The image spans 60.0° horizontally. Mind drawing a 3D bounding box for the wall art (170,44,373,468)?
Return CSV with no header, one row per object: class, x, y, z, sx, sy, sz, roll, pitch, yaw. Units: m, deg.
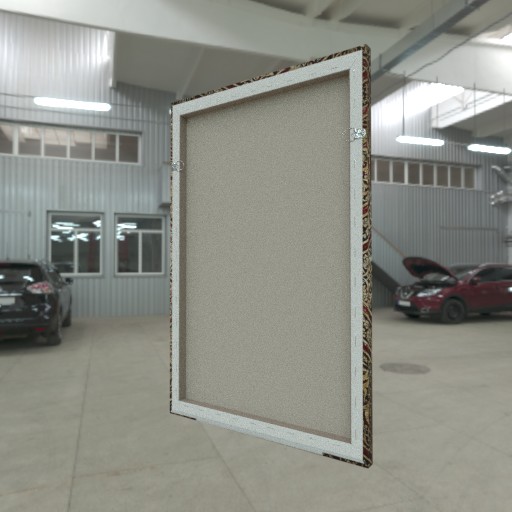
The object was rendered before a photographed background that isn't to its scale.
wall art,0.000,0.000,1.127,0.599,0.904,0.030,-1,-1,36
